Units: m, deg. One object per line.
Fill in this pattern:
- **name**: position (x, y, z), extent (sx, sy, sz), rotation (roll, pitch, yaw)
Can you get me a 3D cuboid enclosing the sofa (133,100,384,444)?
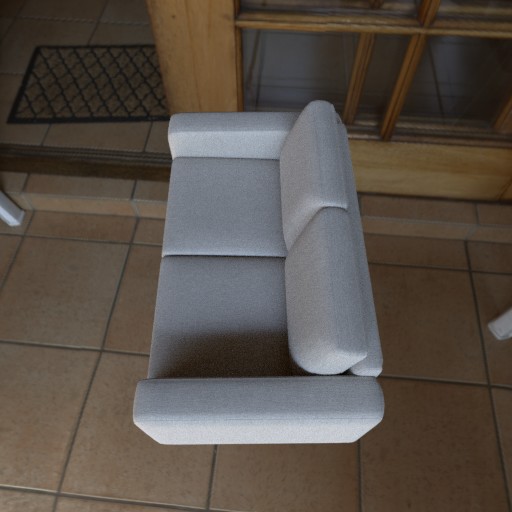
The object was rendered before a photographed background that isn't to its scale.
- **sofa**: position (0.000, 0.000, 2.051), extent (0.900, 0.800, 1.540), rotation (0, 60, 0)
